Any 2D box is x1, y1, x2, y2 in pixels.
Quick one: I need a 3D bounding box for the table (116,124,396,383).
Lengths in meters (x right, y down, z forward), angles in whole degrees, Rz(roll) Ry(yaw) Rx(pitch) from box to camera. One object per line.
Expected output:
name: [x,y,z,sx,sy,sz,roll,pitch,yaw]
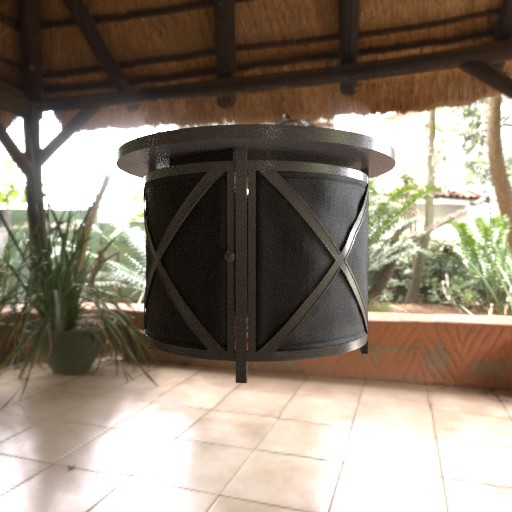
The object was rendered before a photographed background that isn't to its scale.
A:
table: [0.000,0.000,1.526,0.914,0.650,0.914,0,1,0]
